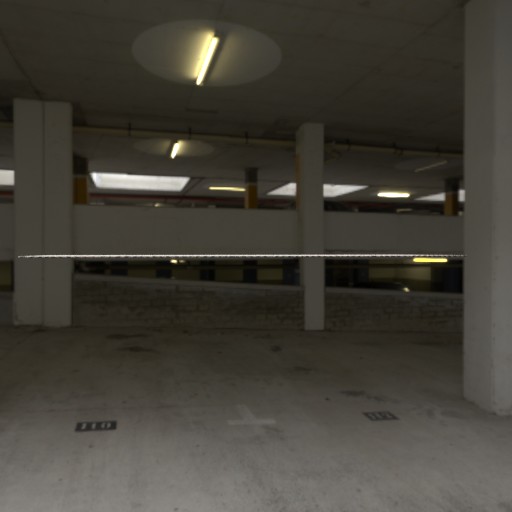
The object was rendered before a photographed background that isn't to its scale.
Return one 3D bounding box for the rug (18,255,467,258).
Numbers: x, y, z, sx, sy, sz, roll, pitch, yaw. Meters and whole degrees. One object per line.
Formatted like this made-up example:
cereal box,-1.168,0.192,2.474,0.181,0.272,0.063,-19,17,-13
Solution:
rug,0.000,0.000,2.496,2.277,0.008,0.676,0,0,-16
